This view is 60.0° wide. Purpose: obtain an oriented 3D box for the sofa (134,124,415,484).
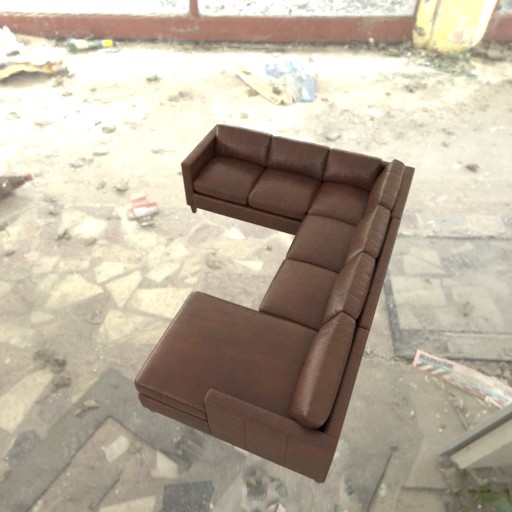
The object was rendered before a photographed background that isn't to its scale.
[{"bbox_3d":[0.000,0.000,4.379,2.452,0.891,3.324,17,49,15],"label":"sofa"}]
